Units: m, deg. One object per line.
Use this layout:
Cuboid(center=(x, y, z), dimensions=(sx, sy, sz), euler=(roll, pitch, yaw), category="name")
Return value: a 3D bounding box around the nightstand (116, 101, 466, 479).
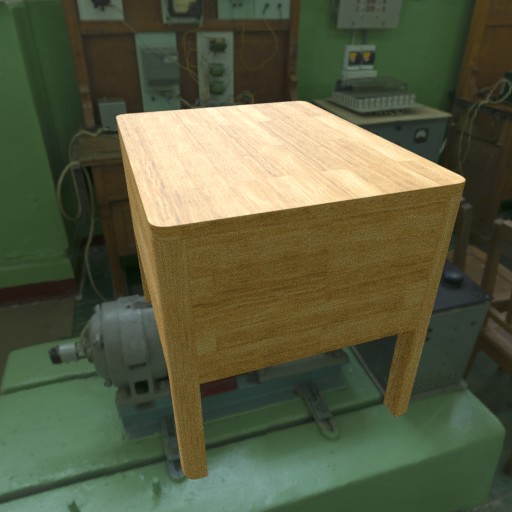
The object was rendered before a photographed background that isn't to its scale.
Cuboid(center=(0.000, 0.000, 0.899), dimensions=(0.440, 0.470, 0.560), euler=(-10, 32, -16), category="nightstand")
